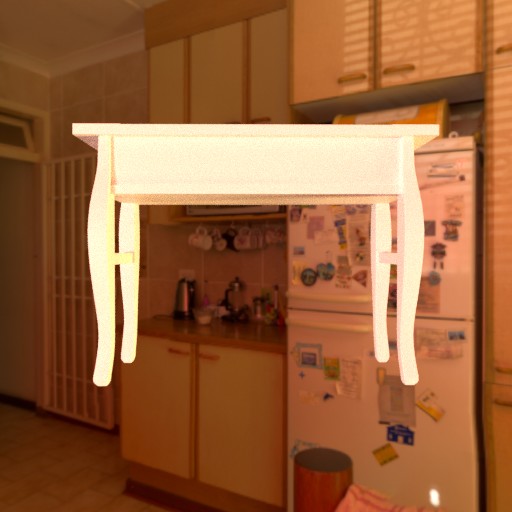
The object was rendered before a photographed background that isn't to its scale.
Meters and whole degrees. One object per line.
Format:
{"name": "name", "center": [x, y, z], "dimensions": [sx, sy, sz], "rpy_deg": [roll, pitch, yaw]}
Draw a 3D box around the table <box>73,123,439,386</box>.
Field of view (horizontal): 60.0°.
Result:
{"name": "table", "center": [0.000, 0.000, 1.465], "dimensions": [1.062, 0.768, 0.373], "rpy_deg": [0, 1, -1]}
